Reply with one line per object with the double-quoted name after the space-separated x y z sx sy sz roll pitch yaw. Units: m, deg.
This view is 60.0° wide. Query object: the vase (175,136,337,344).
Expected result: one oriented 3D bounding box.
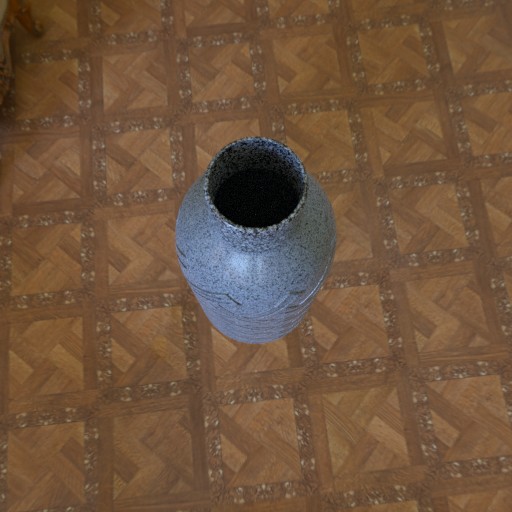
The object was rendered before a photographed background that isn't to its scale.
0.000 0.000 0.351 0.122 0.282 0.122 0 75 0 "vase"
